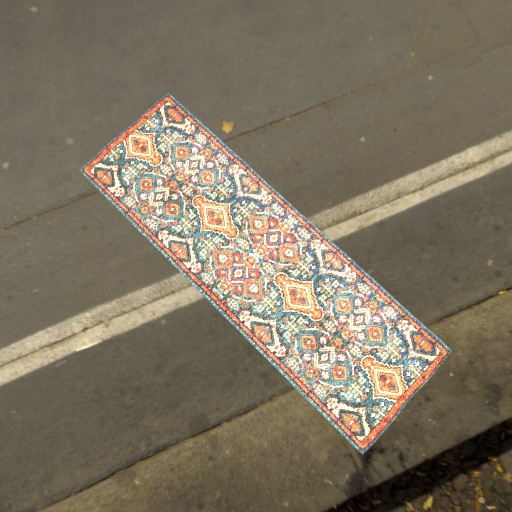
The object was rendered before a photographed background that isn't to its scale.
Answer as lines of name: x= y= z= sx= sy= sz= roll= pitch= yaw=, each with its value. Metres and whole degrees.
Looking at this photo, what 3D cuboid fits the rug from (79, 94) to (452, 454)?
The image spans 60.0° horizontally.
rug: x=0.000 y=0.000 z=2.742 sx=2.459 sy=0.010 sz=0.801 roll=44 pitch=80 yaw=10
